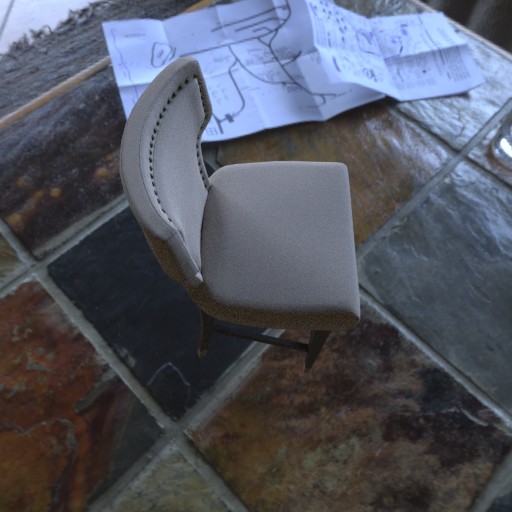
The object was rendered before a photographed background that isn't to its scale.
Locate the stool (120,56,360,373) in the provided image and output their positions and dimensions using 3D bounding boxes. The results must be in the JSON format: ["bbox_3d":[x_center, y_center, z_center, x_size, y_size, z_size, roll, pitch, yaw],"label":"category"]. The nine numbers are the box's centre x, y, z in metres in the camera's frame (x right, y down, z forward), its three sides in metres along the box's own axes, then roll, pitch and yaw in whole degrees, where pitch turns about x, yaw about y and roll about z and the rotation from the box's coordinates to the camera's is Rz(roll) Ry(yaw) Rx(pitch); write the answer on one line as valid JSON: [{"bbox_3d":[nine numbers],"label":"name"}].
[{"bbox_3d":[0.000,0.000,1.396,0.563,1.092,0.526,1,63,1],"label":"stool"}]
